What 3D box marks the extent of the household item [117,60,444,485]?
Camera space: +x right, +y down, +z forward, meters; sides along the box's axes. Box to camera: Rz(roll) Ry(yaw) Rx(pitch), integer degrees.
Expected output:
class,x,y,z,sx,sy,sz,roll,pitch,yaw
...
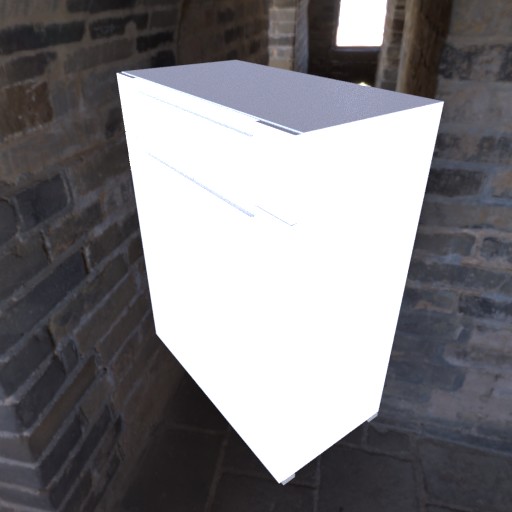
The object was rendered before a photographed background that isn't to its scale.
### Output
class,x,y,z,sx,sy,sz,roll,pitch,yaw
household item,0.000,0.000,1.378,0.420,1.010,0.790,-21,37,-31
